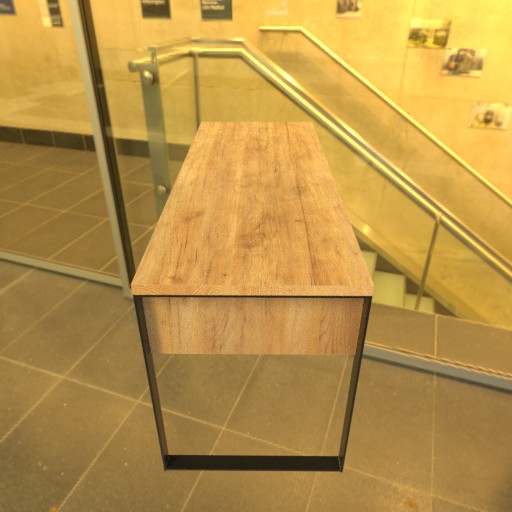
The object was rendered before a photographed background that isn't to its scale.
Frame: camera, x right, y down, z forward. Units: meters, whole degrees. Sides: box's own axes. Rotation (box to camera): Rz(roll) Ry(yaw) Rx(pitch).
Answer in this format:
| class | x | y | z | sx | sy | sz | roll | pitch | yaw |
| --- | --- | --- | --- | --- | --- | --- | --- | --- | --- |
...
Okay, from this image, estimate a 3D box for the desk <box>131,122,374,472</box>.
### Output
| class | x | y | z | sx | sy | sz | roll | pitch | yaw |
| --- | --- | --- | --- | --- | --- | --- | --- | --- | --- |
| desk | 0.000 | 0.000 | 1.929 | 0.600 | 0.760 | 1.520 | 0 | 31 | 0 |
